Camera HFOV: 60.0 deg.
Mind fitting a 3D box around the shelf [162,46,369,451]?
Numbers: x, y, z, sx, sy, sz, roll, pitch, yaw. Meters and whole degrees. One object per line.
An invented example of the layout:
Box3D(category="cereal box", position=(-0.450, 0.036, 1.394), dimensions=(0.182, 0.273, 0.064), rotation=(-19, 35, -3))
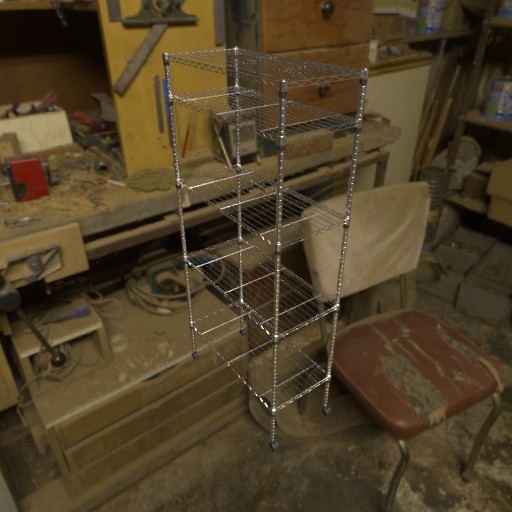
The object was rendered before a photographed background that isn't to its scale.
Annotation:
Box3D(category="shelf", position=(0.000, 0.000, 1.946), dimensions=(0.356, 1.587, 0.762), rotation=(-21, 37, -30))
